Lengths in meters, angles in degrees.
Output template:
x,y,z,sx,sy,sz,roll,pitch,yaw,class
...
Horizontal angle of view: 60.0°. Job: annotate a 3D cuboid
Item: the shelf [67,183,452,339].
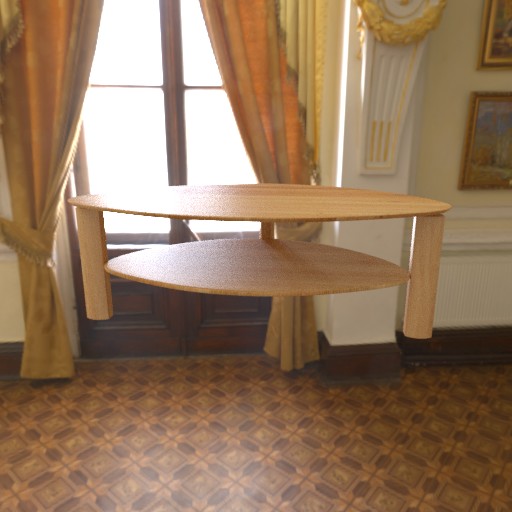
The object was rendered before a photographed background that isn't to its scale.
x,y,z,sx,sy,sz,roll,pitch,yaw,class
0.000,0.000,1.622,1.246,0.440,0.845,2,15,8,shelf
